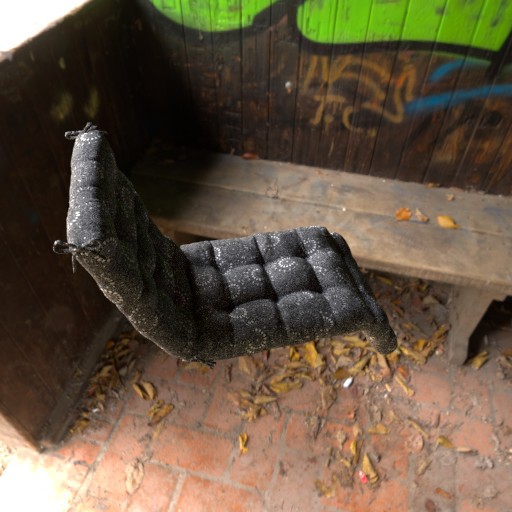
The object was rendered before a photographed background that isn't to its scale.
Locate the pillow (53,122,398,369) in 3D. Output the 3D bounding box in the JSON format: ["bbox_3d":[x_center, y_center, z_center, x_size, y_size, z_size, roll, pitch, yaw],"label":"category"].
[{"bbox_3d":[0.000,0.000,1.487,1.016,0.863,0.526,-10,48,-9],"label":"pillow"}]
